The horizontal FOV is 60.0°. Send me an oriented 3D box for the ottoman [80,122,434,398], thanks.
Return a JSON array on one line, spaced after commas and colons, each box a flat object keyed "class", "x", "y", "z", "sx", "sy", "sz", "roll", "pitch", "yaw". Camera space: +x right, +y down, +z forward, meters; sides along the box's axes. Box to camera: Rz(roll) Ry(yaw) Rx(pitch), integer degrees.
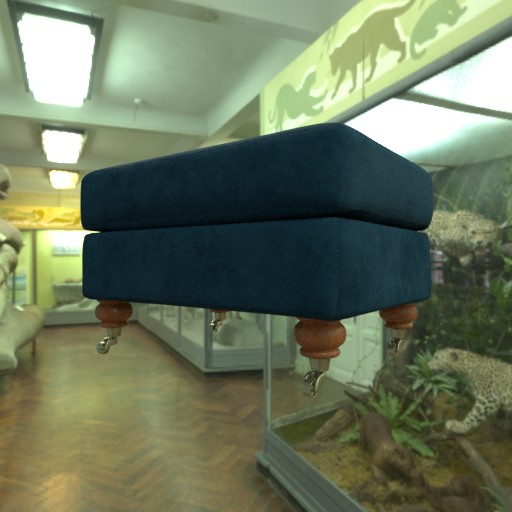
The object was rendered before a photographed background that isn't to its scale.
[{"class": "ottoman", "x": 0.000, "y": 0.000, "z": 1.152, "sx": 0.773, "sy": 0.503, "sz": 0.572, "roll": 0, "pitch": -1, "yaw": 36}]
